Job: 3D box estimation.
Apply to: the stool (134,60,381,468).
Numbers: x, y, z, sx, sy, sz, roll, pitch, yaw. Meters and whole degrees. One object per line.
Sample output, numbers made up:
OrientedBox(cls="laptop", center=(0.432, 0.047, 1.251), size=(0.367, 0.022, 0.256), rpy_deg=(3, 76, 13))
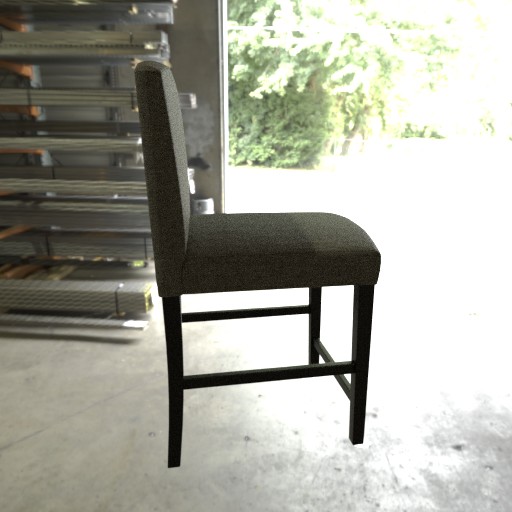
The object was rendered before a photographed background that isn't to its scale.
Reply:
OrientedBox(cls="stool", center=(0.000, 0.000, 1.215), size=(0.552, 0.966, 0.451), rpy_deg=(-3, 16, -10))
